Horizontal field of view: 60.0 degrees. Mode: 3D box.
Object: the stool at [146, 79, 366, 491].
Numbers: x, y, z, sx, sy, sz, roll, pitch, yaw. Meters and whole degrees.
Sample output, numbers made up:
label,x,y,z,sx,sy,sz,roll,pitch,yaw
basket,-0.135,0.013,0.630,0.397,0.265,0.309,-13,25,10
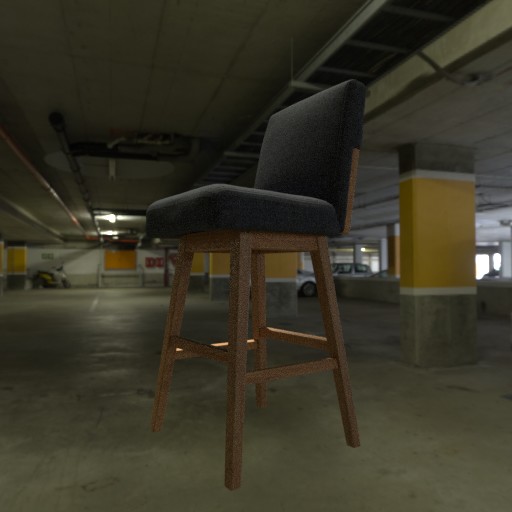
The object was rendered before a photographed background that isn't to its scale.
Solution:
label,x,y,z,sx,sy,sz,roll,pitch,yaw
stool,0.000,0.000,1.381,0.570,1.112,0.483,1,-2,-36
